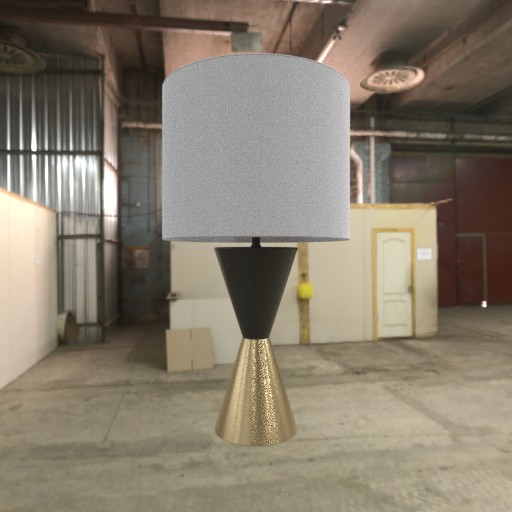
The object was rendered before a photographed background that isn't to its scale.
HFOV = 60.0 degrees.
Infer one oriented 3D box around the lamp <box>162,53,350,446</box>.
[{"bbox_3d":[0.000,0.000,0.735,0.304,0.573,0.304,0,0,19],"label":"lamp"}]
